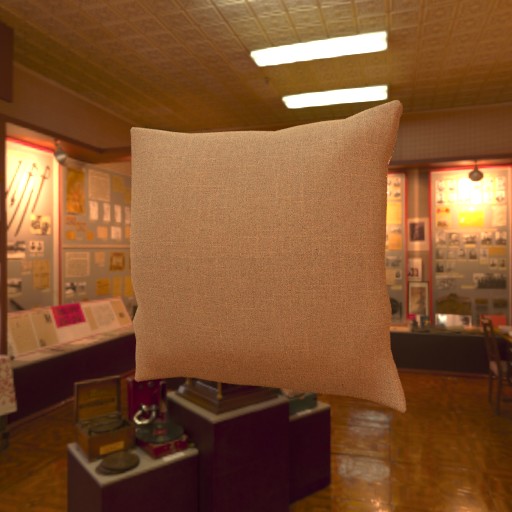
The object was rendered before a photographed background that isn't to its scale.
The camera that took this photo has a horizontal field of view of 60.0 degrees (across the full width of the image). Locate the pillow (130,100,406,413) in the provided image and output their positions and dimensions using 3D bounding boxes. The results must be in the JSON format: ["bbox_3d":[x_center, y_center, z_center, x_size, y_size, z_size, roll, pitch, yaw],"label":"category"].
[{"bbox_3d":[0.000,0.000,0.790,0.508,0.498,0.215,0,0,19],"label":"pillow"}]
